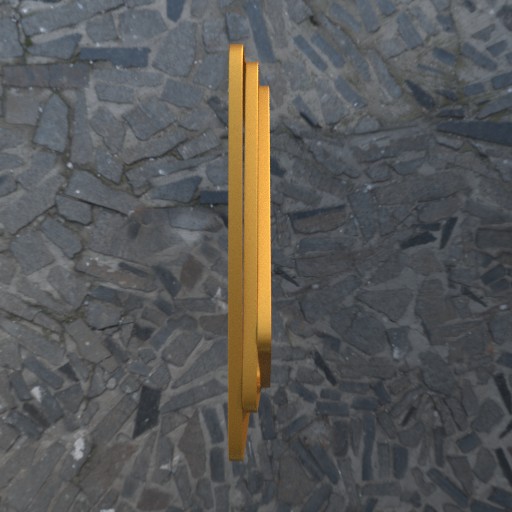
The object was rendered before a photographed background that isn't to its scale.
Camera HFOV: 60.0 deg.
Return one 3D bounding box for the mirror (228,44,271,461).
[{"bbox_3d":[0.000,0.000,0.699,0.045,0.468,0.470,0,88,2],"label":"mirror"}]
